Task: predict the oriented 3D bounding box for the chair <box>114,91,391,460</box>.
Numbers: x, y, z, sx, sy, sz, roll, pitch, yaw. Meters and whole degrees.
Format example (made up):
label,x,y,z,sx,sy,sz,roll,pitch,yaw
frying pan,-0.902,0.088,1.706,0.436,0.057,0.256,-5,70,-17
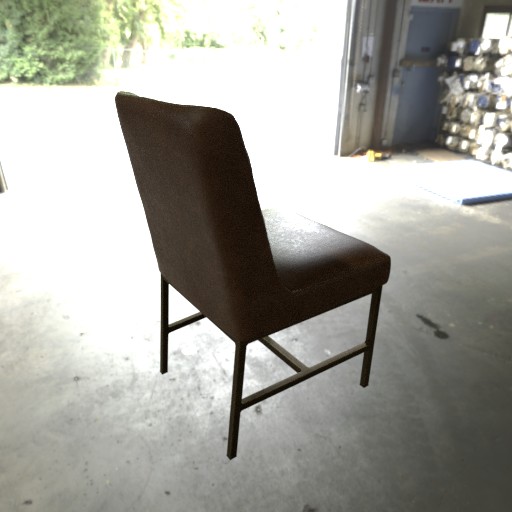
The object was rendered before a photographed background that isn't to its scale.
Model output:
label,x,y,z,sx,sy,sz,roll,pitch,yaw
chair,0.000,0.000,1.254,0.587,0.889,0.508,-18,31,-32
